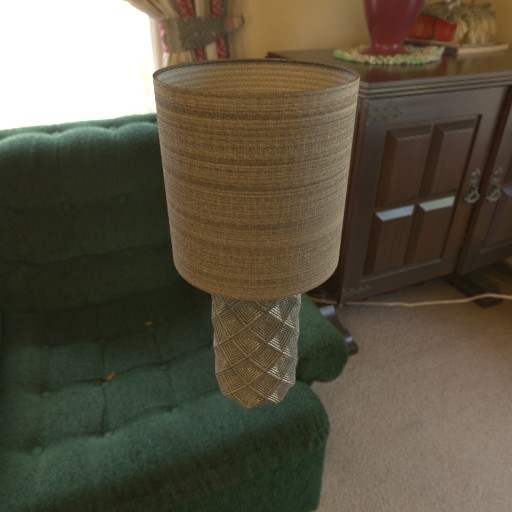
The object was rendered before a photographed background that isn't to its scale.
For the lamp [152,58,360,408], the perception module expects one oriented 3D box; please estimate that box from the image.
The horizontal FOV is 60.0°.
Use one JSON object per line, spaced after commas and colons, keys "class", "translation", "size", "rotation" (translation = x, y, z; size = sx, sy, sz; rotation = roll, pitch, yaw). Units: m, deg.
{"class": "lamp", "translation": [0.000, 0.000, 0.730], "size": [0.268, 0.566, 0.269], "rotation": [-24, 39, -34]}
